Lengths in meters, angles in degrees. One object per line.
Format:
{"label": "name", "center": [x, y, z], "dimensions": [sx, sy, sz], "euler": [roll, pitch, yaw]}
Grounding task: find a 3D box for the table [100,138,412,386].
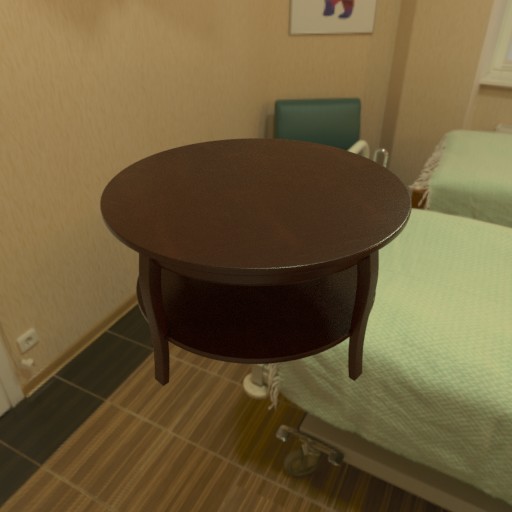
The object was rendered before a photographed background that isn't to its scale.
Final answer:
{"label": "table", "center": [0.000, 0.000, 1.485], "dimensions": [0.911, 0.512, 0.911], "euler": [0, 33, 0]}
